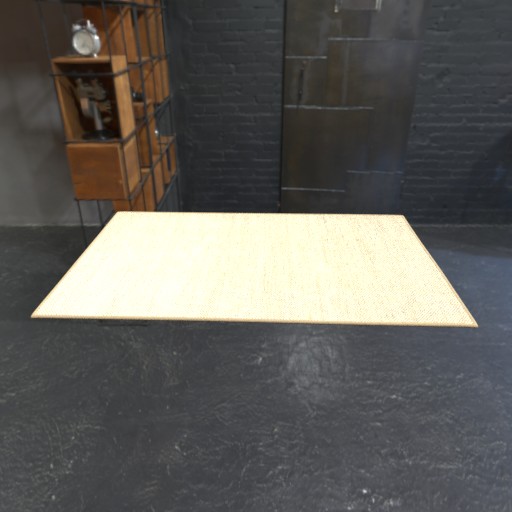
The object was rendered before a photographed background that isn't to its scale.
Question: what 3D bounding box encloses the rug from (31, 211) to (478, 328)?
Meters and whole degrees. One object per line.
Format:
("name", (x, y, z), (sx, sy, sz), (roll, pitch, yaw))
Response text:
("rug", (0.000, 0.000, 2.112), (1.667, 0.013, 1.062), (1, 28, 2))
